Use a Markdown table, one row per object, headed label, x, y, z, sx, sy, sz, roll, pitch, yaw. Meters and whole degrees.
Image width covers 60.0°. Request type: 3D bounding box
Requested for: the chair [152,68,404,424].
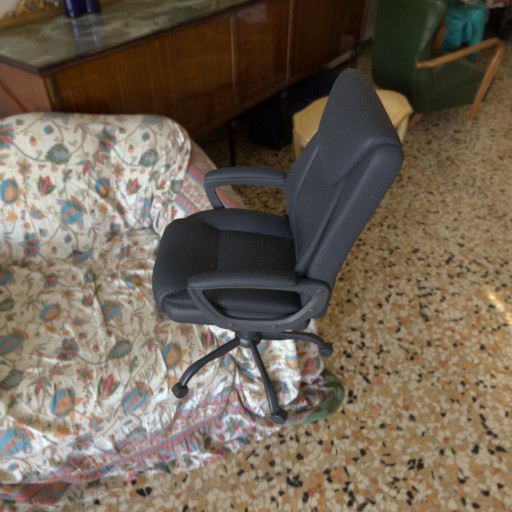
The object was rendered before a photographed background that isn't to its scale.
| label | x | y | z | sx | sy | sz | roll | pitch | yaw |
| --- | --- | --- | --- | --- | --- | --- | --- | --- | --- |
| chair | 0.000 | 0.000 | 1.445 | 0.655 | 1.072 | 0.615 | 0 | 42 | 0 |
